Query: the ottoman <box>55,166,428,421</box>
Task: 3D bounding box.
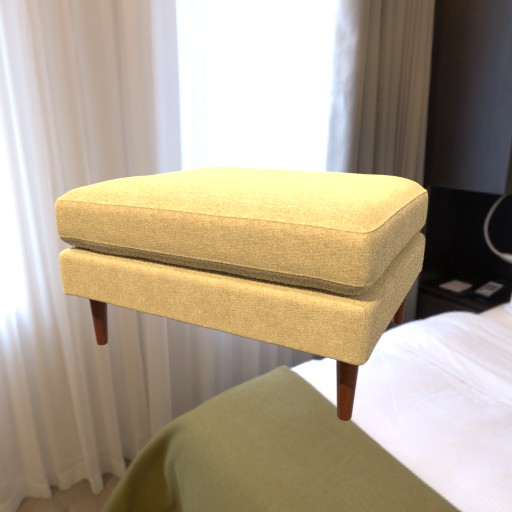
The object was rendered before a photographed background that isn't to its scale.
[{"bbox_3d":[0.000,0.000,1.265,0.821,0.474,0.693,8,18,27],"label":"ottoman"}]
